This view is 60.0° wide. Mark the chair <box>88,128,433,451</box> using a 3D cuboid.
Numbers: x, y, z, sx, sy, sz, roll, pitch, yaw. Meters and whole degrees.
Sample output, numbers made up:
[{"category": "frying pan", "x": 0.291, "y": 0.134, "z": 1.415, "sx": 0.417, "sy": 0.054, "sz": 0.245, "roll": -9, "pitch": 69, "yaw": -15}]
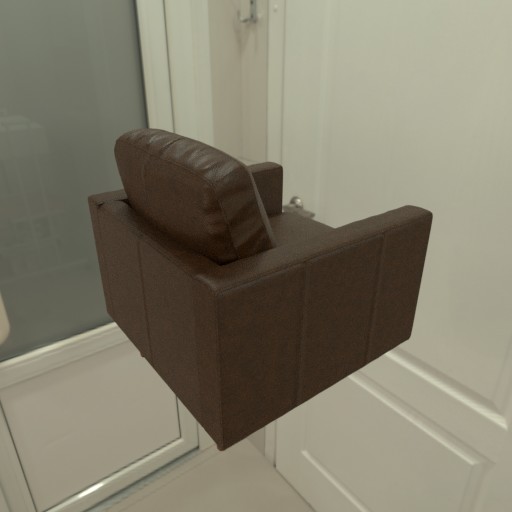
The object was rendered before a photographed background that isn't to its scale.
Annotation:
[{"category": "chair", "x": 0.000, "y": 0.000, "z": 1.667, "sx": 0.909, "sy": 0.956, "sz": 0.890, "roll": -18, "pitch": 31, "yaw": -33}]
